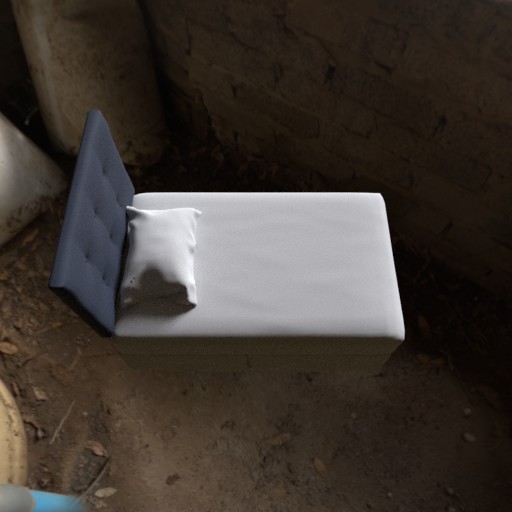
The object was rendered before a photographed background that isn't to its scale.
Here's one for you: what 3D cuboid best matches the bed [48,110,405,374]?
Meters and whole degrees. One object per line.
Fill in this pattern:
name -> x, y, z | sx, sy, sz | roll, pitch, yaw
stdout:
bed -> 0.000, 0.000, 3.027 | 1.997, 1.571, 1.261 | 0, 63, 0
